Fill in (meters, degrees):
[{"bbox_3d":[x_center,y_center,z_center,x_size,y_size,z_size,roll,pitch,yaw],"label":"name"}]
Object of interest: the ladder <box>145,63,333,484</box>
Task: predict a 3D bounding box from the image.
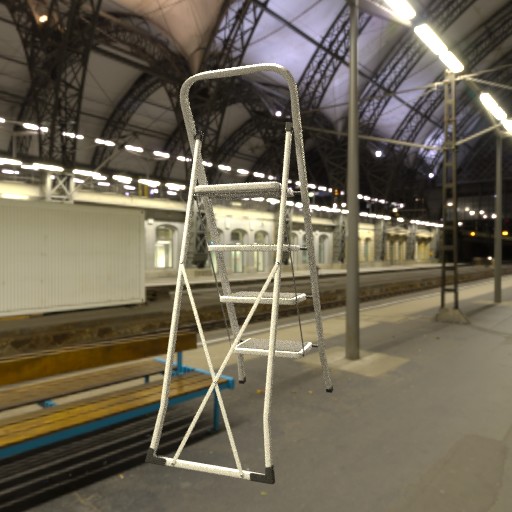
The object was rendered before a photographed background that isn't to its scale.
[{"bbox_3d":[0.000,0.000,1.715,0.460,1.265,0.914,0,0,19],"label":"ladder"}]
